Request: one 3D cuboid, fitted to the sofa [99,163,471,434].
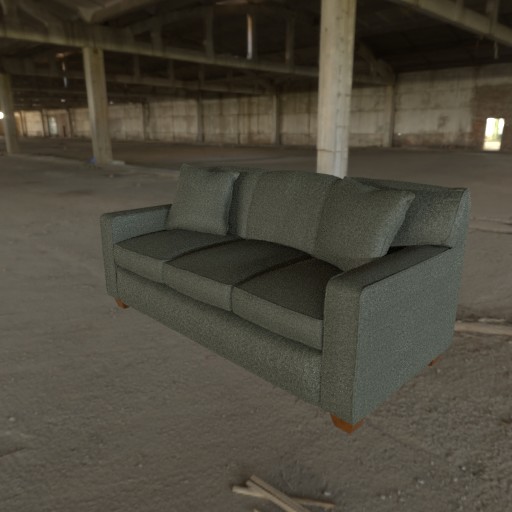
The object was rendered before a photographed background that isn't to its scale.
[{"bbox_3d":[0.000,0.000,2.595,2.024,0.958,0.997,16,23,43],"label":"sofa"}]
